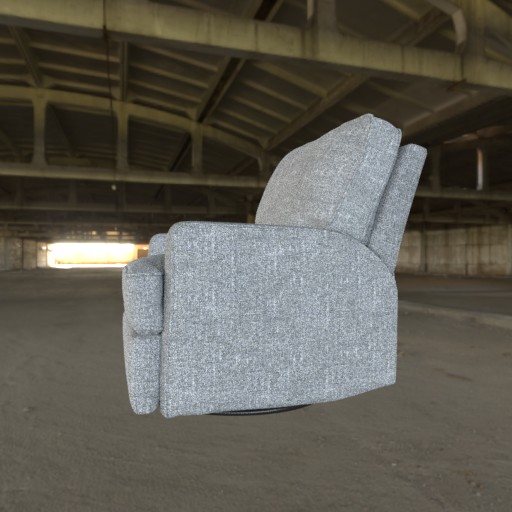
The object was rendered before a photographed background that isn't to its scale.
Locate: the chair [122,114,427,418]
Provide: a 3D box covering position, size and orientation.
[{"bbox_3d":[0.000,0.000,1.672,0.964,0.962,0.861,0,0,-17],"label":"chair"}]
